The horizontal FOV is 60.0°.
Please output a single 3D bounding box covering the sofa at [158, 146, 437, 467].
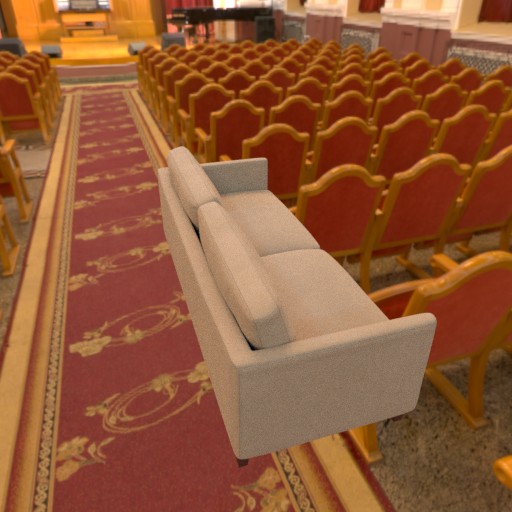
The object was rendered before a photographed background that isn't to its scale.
[{"bbox_3d":[0.000,0.000,2.925,0.988,0.912,2.404,-9,32,-15],"label":"sofa"}]
